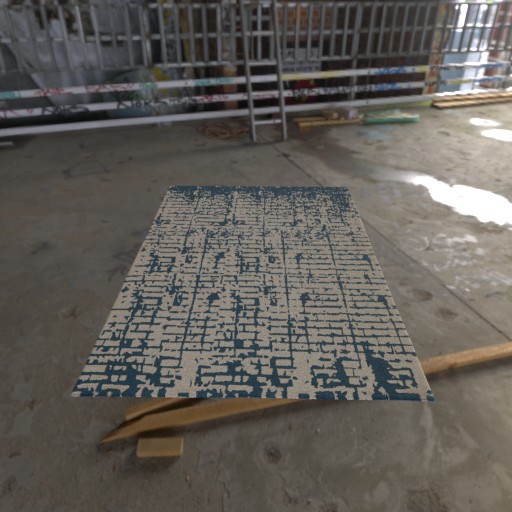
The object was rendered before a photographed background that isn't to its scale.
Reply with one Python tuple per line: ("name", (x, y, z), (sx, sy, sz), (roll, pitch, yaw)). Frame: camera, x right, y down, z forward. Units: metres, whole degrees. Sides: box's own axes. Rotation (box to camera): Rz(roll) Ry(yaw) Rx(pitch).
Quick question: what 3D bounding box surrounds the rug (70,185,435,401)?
("rug", (0.000, 0.000, 2.260), (1.220, 0.007, 1.828), (0, 31, 1))
